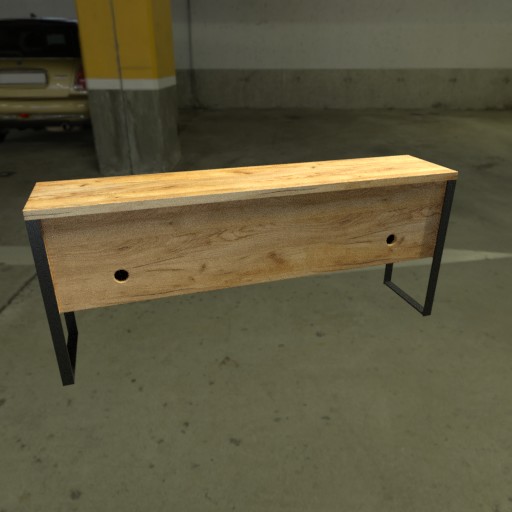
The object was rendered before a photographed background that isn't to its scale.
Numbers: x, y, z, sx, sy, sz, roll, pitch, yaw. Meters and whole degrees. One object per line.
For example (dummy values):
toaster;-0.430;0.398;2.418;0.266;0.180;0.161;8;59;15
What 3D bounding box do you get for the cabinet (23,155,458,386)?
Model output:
cabinet;0.000;0.000;2.092;1.800;0.762;0.395;-8;26;-16
